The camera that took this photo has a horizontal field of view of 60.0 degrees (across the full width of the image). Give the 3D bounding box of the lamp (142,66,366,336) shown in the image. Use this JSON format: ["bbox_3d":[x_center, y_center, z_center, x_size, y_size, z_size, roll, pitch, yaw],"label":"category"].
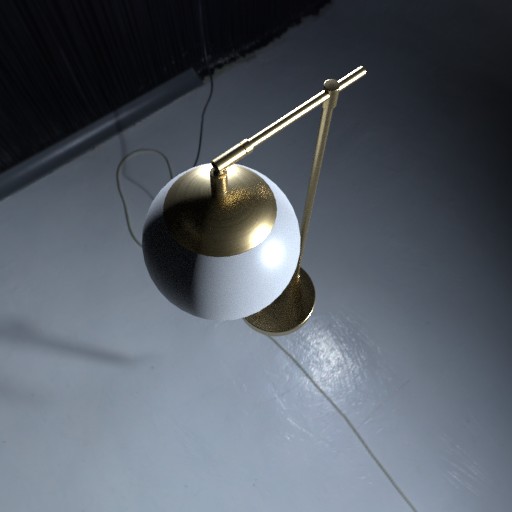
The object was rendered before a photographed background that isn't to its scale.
[{"bbox_3d":[0.000,0.000,0.708,0.324,0.559,0.207,-37,69,-17],"label":"lamp"}]
